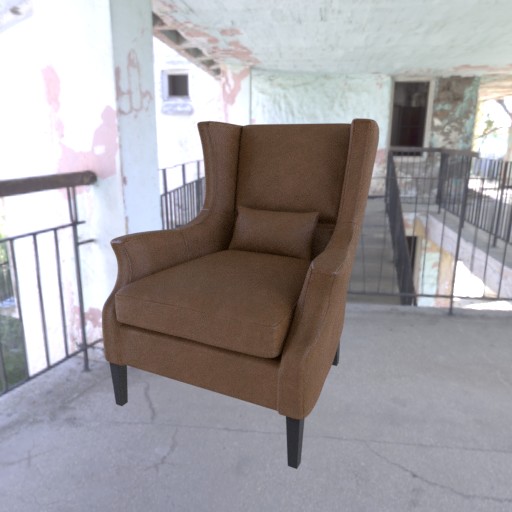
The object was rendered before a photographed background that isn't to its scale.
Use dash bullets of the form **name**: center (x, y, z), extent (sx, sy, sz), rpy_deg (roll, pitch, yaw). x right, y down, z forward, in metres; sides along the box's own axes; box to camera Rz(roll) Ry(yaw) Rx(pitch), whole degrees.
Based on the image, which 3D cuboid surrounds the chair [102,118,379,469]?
- **chair**: center (0.000, 0.000, 1.709), extent (0.852, 1.016, 0.925), rpy_deg (8, 17, 26)
